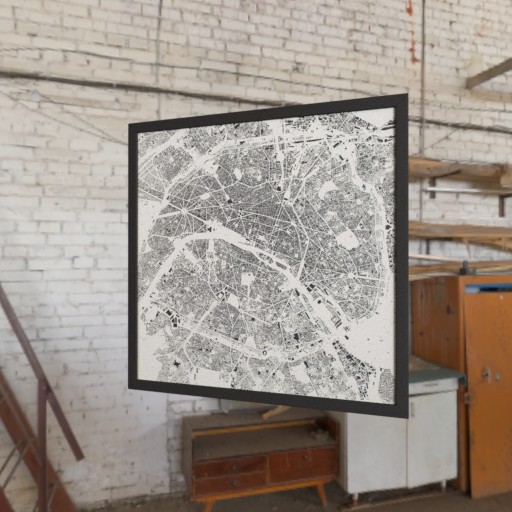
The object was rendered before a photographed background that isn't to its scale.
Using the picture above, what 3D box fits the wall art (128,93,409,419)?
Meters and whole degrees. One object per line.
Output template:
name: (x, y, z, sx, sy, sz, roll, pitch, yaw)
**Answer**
wall art: (0.000, 0.000, 1.172, 0.763, 0.763, 0.037, 0, 0, 18)
